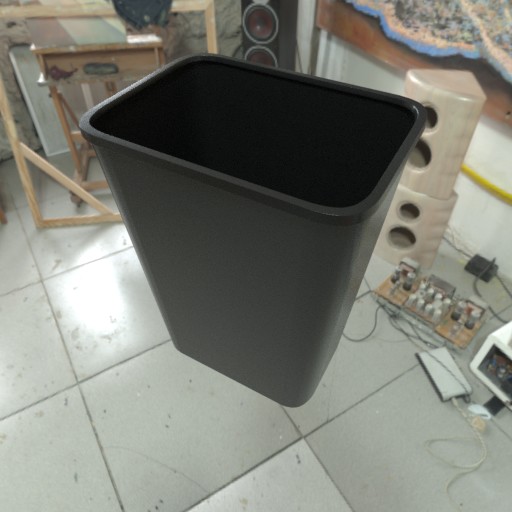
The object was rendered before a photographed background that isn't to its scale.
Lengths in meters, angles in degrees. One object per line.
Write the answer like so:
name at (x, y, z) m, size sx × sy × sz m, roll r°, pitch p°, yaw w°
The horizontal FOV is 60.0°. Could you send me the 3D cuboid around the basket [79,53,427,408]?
basket at (0.000, 0.000, 0.755) m, size 0.394 × 0.521 × 0.287 m, roll 22°, pitch 49°, yaw 20°
